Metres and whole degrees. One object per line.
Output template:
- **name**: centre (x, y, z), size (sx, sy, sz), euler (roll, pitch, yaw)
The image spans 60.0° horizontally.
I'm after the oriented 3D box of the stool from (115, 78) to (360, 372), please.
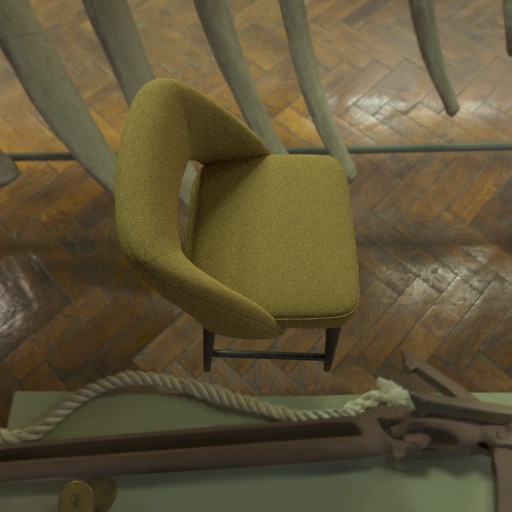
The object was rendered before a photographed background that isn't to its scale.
- **stool**: centre (0.000, 0.000, 1.234), size (0.522, 0.939, 0.536), euler (0, 65, 0)
